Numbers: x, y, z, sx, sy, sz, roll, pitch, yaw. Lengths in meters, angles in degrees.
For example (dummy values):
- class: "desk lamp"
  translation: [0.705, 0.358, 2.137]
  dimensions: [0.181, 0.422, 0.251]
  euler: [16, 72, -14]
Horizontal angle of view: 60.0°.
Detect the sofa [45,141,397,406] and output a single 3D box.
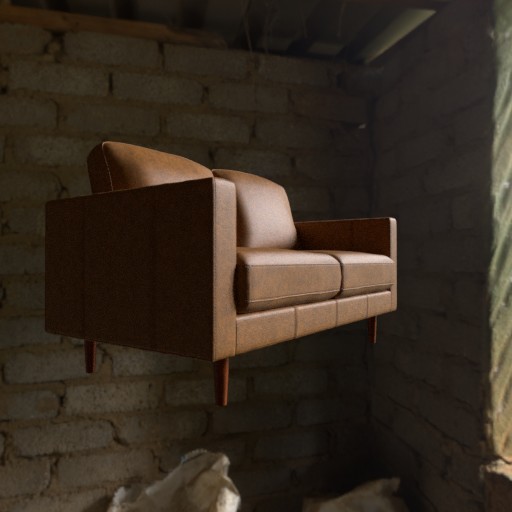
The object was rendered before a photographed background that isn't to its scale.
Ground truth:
- class: "sofa"
  translation: [0.000, 0.000, 2.110]
  dimensions: [0.909, 0.951, 1.578]
  euler: [0, -1, 36]
